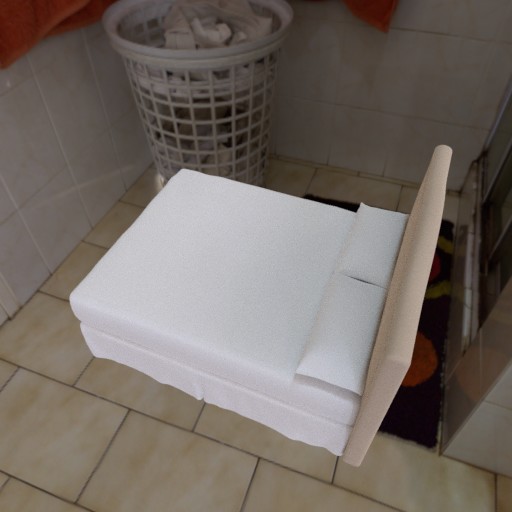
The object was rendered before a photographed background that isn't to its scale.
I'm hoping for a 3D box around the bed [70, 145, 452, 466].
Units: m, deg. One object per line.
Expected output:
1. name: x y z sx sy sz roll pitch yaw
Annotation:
1. bed: 0.000 0.000 3.002 2.052 1.398 1.678 17 49 15
